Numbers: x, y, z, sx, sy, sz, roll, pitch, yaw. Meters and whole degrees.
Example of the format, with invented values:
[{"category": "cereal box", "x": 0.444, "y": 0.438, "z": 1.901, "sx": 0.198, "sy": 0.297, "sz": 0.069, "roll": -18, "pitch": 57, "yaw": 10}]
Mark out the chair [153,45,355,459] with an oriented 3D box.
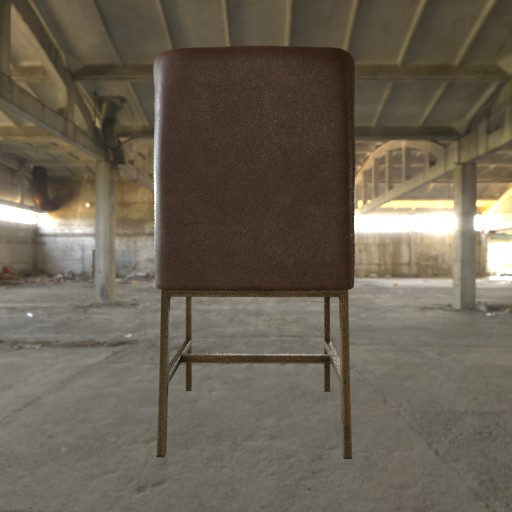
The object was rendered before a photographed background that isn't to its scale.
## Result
[{"category": "chair", "x": 0.000, "y": 0.000, "z": 1.214, "sx": 0.508, "sy": 0.889, "sz": 0.587, "roll": 0, "pitch": 0, "yaw": 1}]
